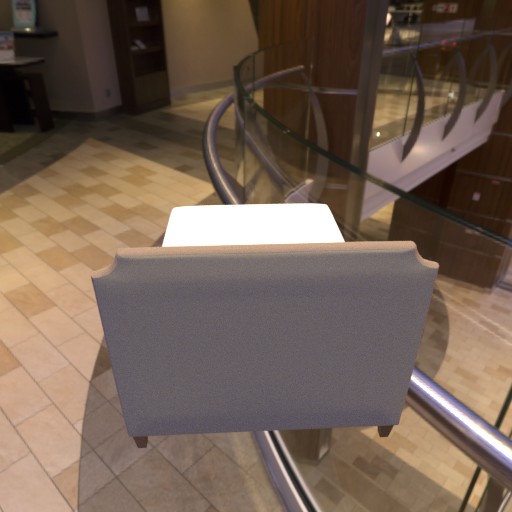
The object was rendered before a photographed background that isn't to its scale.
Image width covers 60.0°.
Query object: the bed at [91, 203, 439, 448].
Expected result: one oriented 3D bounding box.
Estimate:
[{"bbox_3d":[0.000,0.000,3.444,1.713,1.443,2.372,-2,31,-3],"label":"bed"}]
